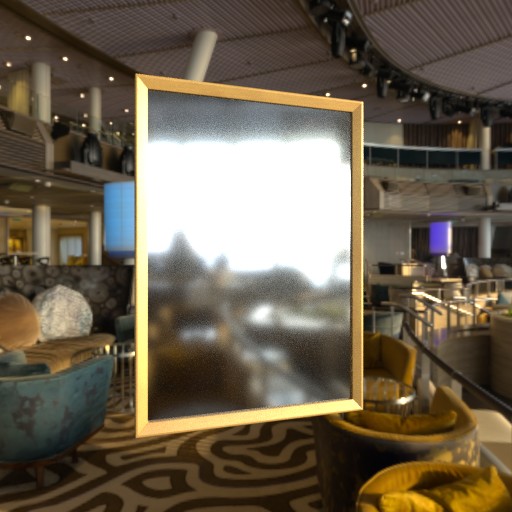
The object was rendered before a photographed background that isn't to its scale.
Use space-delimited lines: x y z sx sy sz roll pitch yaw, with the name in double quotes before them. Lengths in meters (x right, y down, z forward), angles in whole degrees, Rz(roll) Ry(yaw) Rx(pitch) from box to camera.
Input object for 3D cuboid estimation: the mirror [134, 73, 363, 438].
"mirror" 0.000 0.000 0.960 0.507 0.710 0.039 0 0 -18
